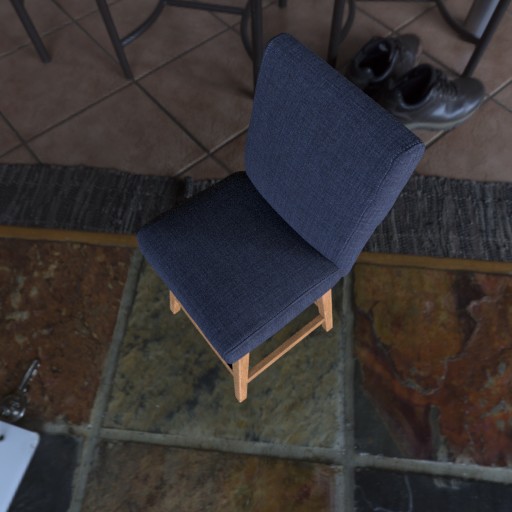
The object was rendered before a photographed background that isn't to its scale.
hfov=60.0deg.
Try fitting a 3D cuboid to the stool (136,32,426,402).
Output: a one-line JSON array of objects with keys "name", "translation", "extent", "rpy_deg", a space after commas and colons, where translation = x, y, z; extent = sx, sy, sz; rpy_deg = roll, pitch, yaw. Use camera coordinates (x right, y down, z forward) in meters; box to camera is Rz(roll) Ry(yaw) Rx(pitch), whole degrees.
[{"name": "stool", "translation": [0.000, 0.000, 1.300], "extent": [0.526, 1.010, 0.459], "rpy_deg": [-35, 68, -16]}]
